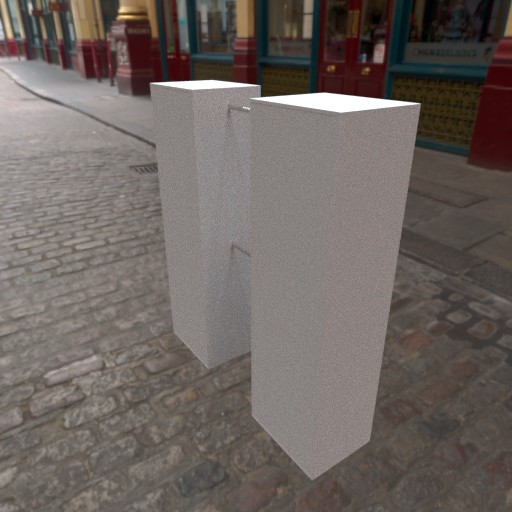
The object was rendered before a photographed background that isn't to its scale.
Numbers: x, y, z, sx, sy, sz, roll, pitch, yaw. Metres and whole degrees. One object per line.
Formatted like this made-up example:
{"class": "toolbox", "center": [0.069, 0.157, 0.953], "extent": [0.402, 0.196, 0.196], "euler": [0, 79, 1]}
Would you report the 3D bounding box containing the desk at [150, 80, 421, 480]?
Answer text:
{"class": "desk", "center": [0.000, 0.000, 2.859], "extent": [0.480, 2.000, 1.770], "euler": [-17, 30, -32]}
